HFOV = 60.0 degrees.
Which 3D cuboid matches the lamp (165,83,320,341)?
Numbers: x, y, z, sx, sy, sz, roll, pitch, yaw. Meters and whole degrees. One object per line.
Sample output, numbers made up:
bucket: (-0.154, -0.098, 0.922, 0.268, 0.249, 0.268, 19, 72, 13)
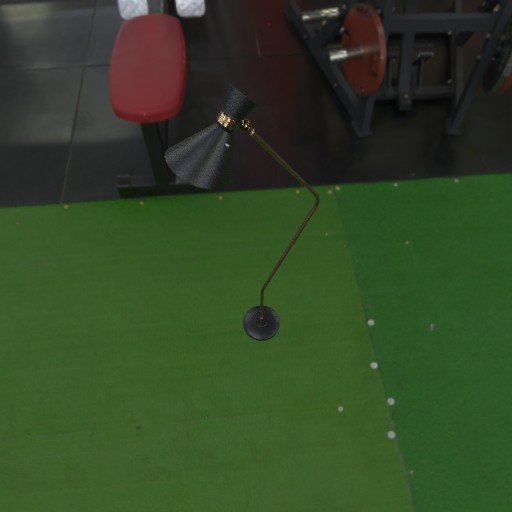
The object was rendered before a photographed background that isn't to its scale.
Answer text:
lamp: (0.000, 0.000, 1.630, 0.467, 1.438, 0.277, -3, 58, -2)
